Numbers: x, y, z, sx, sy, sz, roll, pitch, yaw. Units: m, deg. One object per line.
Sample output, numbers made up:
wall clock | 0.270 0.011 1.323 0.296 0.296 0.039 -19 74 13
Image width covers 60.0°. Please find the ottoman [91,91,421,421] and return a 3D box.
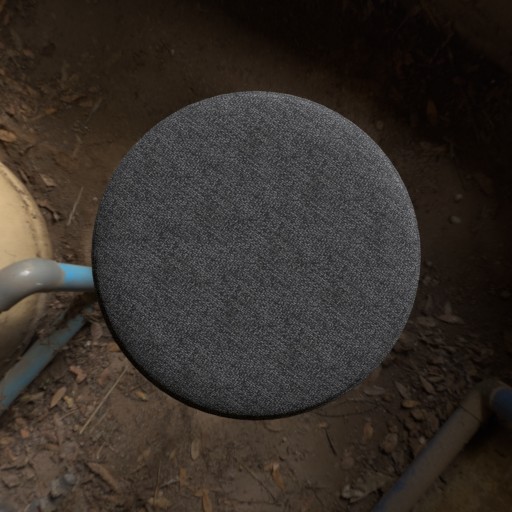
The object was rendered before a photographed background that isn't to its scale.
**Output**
ottoman | 0.000 0.000 0.876 0.520 0.430 0.520 0 90 0
